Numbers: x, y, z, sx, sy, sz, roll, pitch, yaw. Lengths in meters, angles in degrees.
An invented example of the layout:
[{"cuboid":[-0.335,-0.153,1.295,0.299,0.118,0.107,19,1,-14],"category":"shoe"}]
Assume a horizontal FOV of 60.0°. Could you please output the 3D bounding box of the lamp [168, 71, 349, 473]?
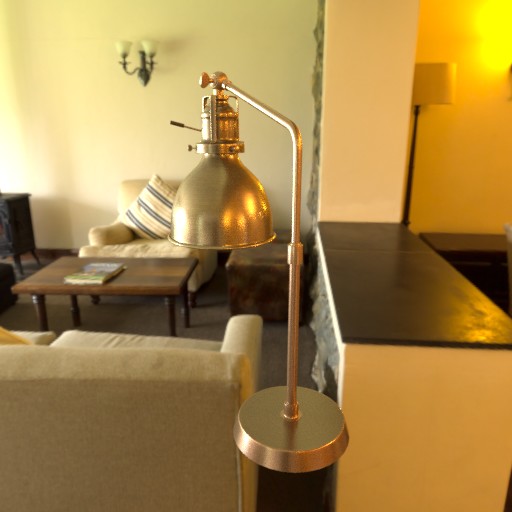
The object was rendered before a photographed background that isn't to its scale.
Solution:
[{"cuboid":[0.000,0.000,0.574,0.153,0.456,0.286,-15,22,-42],"category":"lamp"}]
